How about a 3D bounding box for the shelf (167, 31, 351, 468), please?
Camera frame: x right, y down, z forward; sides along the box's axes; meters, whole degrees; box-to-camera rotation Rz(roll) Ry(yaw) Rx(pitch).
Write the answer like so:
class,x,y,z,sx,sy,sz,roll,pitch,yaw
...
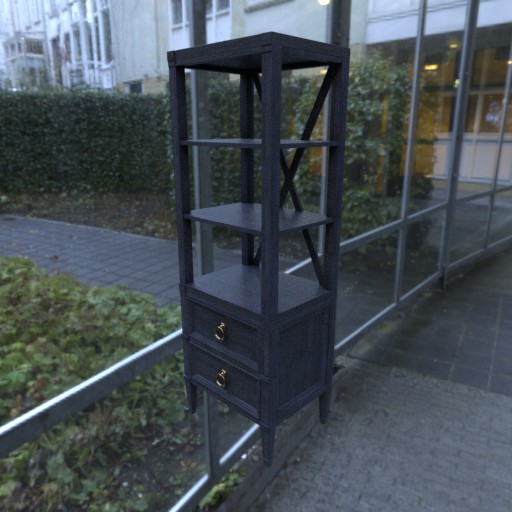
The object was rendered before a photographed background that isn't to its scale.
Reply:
class,x,y,z,sx,sy,sz,roll,pitch,yaw
shelf,0.000,0.000,2.025,0.584,1.727,0.472,15,22,42
